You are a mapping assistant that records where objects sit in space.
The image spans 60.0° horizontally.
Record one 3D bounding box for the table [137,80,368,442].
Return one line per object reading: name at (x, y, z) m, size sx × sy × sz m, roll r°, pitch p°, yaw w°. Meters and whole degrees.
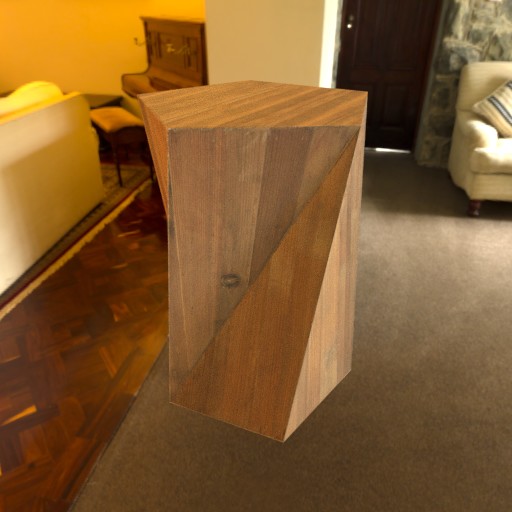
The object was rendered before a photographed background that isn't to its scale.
table at (0.000, 0.000, 0.895) m, size 0.425 × 0.604 × 0.441 m, roll -21°, pitch 36°, yaw -32°
